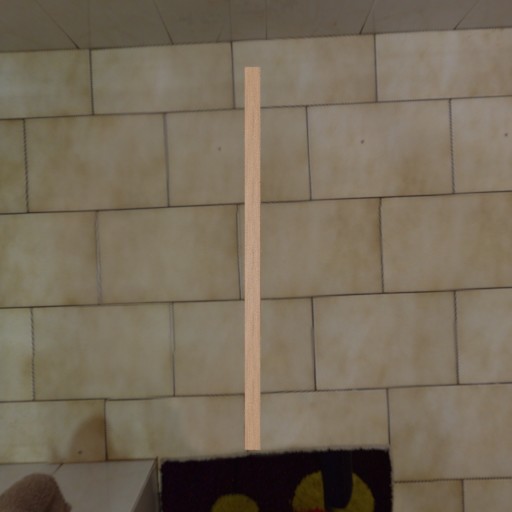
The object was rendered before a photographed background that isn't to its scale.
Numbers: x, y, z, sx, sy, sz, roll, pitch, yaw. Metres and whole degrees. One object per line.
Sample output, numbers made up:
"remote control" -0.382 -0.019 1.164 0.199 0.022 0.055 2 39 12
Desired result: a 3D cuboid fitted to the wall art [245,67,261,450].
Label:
"wall art" 0.000 0.000 0.643 0.013 0.510 0.335 0 91 1
